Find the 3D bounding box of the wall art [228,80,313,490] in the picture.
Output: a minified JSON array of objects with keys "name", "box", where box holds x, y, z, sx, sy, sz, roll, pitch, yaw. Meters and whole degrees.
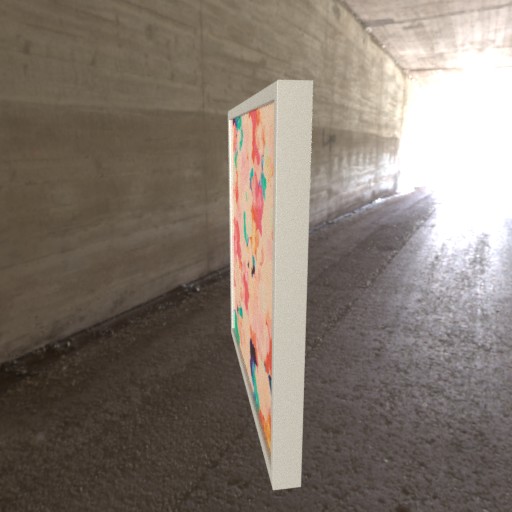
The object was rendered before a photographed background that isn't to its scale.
[{"name":"wall art","box":[0.000,0.000,0.764,0.038,0.505,0.506,-2,15,-9]}]
